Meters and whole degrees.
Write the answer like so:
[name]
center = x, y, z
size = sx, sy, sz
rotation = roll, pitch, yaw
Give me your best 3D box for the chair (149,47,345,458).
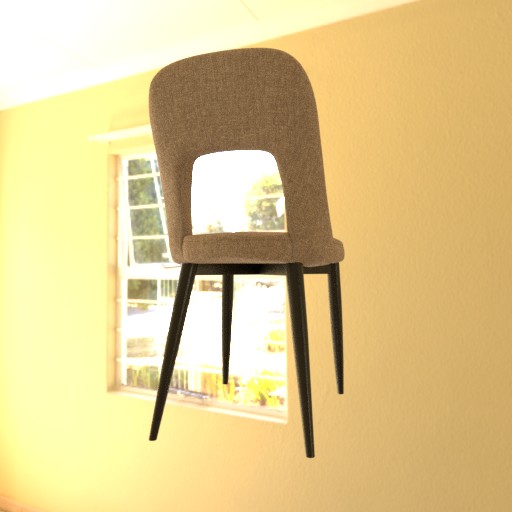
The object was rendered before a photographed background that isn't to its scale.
[chair]
center = 0.000, 0.000, 1.280
size = 0.470, 0.931, 0.612
rotation = 0, -1, 17
